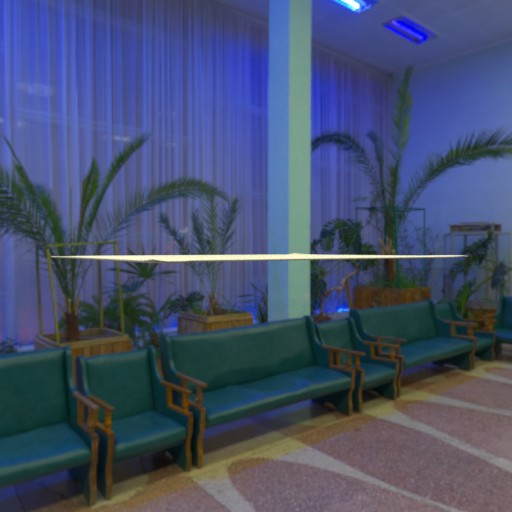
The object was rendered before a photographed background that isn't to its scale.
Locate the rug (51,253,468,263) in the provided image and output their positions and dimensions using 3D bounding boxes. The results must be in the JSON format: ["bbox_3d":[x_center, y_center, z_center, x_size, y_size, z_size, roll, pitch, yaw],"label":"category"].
[{"bbox_3d":[0.000,0.000,3.896,2.897,0.035,2.277,0,1,-36],"label":"rug"}]
